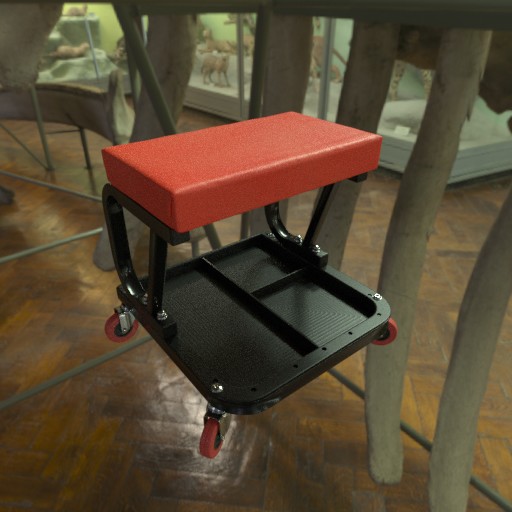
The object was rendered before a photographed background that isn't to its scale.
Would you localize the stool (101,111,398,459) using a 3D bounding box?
[{"bbox_3d":[0.000,0.000,0.739,0.446,0.380,0.371,-22,37,-32],"label":"stool"}]
